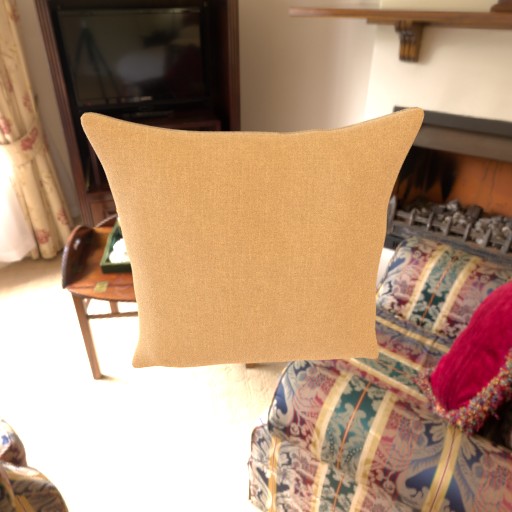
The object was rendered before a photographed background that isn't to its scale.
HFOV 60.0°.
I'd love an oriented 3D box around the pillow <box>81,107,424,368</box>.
[{"bbox_3d":[0.000,0.000,0.672,0.436,0.432,0.138,-2,31,-3],"label":"pillow"}]
